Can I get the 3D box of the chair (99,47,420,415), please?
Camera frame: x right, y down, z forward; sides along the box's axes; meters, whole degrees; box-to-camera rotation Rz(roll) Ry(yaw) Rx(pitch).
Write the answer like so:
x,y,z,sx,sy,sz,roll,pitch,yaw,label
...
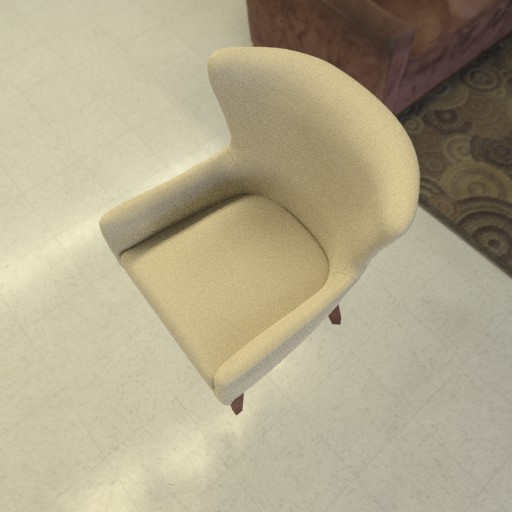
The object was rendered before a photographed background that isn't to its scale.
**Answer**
x,y,z,sx,sy,sz,roll,pitch,yaw,label
0.000,0.000,1.365,0.686,0.952,0.660,-35,67,-17,chair
